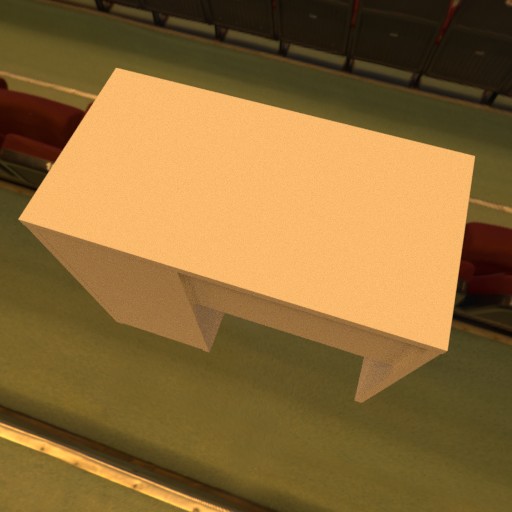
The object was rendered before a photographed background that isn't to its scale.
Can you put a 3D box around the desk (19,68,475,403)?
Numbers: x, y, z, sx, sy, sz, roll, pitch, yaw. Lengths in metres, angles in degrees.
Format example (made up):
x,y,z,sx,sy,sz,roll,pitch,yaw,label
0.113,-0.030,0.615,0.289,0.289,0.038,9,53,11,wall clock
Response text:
x,y,z,sx,sy,sz,roll,pitch,yaw,label
0.000,0.000,1.302,0.898,0.730,0.482,16,66,8,desk
